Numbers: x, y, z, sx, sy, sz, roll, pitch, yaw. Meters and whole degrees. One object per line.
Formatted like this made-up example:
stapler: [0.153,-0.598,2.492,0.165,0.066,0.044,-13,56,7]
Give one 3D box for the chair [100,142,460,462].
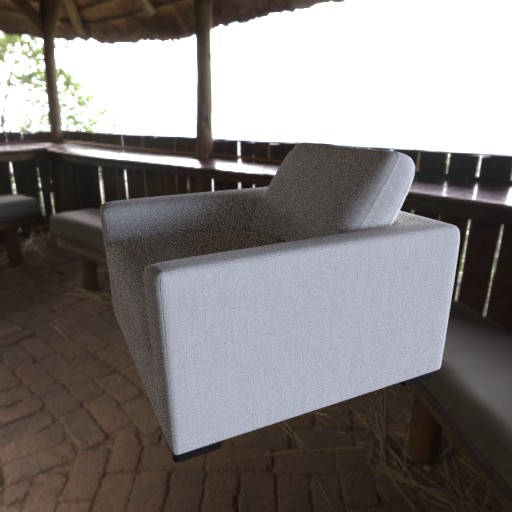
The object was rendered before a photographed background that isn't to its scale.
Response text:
chair: [0.000,0.000,1.834,1.100,0.876,1.070,-8,20,-24]
